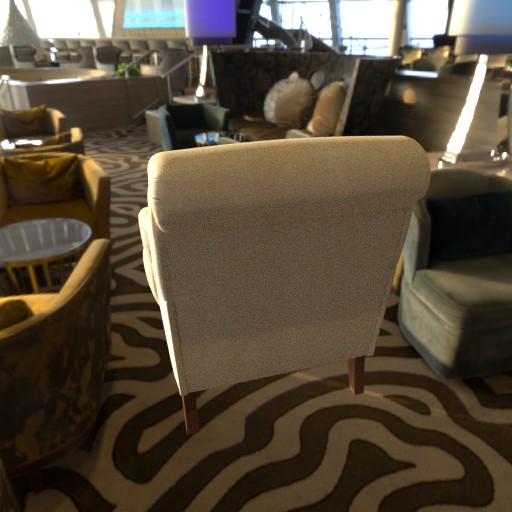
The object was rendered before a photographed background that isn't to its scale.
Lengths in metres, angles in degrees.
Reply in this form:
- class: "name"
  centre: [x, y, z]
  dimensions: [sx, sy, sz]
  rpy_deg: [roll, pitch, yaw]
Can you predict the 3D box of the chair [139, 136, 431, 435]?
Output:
- class: "chair"
  centre: [0.000, 0.000, 1.590]
  dimensions: [0.766, 0.944, 0.842]
  rpy_deg: [-8, 27, -15]
